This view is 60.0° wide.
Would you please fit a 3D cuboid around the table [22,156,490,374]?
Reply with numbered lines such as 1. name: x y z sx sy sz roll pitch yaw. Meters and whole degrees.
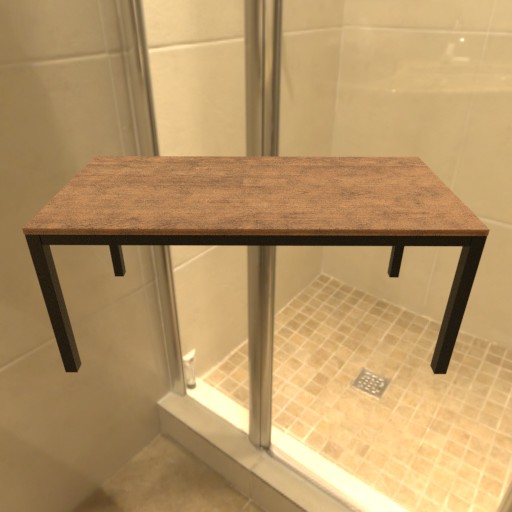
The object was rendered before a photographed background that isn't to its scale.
1. table: 0.000 0.000 2.289 1.805 0.767 0.893 0 30 0
